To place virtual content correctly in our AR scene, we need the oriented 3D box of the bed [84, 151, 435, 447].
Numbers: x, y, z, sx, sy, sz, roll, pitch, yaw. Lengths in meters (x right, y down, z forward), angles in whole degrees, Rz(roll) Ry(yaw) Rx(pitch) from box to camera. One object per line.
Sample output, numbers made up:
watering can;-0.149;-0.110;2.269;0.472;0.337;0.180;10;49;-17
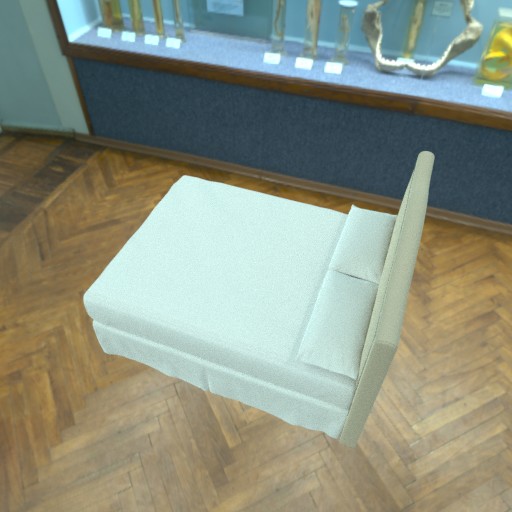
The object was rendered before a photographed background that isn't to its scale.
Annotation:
bed;0.000;0.000;3.380;2.143;1.460;1.753;16;48;14
